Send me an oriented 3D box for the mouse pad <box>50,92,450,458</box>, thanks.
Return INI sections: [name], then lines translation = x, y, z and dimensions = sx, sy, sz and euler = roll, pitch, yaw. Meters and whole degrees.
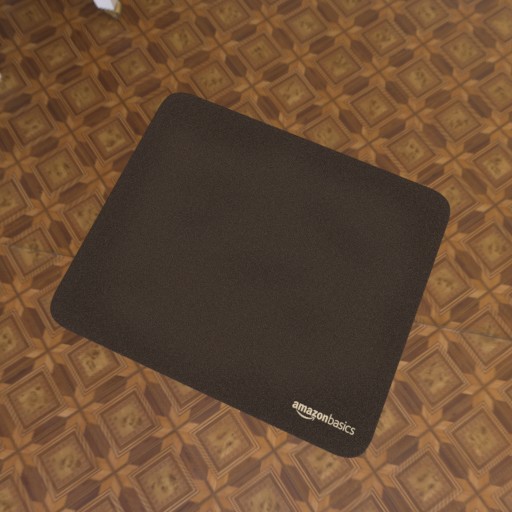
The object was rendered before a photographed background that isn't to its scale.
[mouse pad]
translation = 0.000, 0.000, 0.334
dimensions = 0.249, 0.002, 0.211
euler = 23, 77, 6
